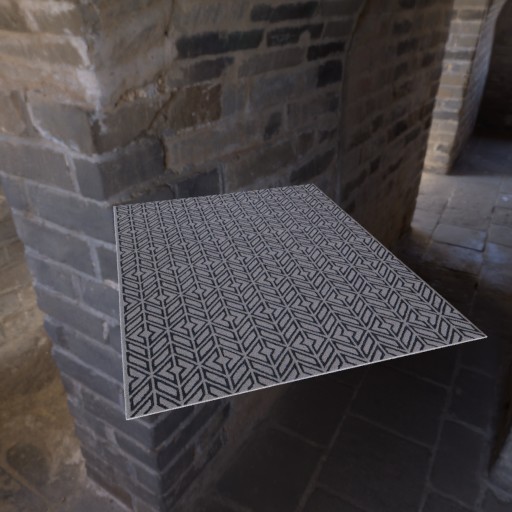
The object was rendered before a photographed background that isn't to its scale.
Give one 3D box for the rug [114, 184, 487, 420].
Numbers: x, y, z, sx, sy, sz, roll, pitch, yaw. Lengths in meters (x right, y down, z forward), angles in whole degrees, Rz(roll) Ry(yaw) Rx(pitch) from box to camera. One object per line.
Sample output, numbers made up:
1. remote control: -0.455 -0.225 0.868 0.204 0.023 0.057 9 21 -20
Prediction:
1. rug: 0.000 0.000 4.017 2.421 0.008 3.045 -9 31 -14
